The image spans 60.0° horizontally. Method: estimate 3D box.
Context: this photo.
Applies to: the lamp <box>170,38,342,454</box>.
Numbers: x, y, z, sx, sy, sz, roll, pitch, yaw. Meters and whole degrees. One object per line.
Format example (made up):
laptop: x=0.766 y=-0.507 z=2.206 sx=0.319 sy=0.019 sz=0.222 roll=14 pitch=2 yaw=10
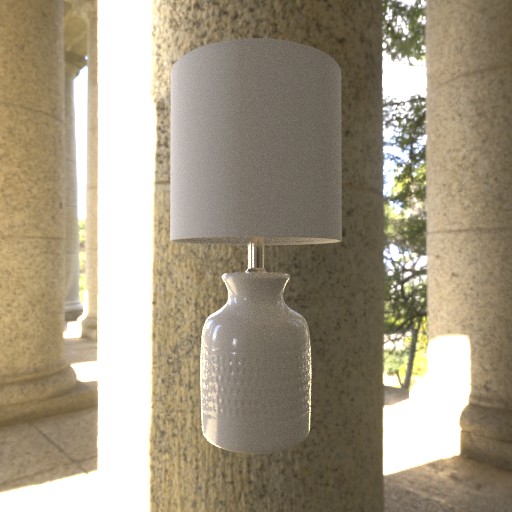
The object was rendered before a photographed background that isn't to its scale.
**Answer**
lamp: x=0.000 y=0.000 z=0.492 sx=0.188 sy=0.392 sz=0.188 roll=0 pitch=-1 yaw=18
